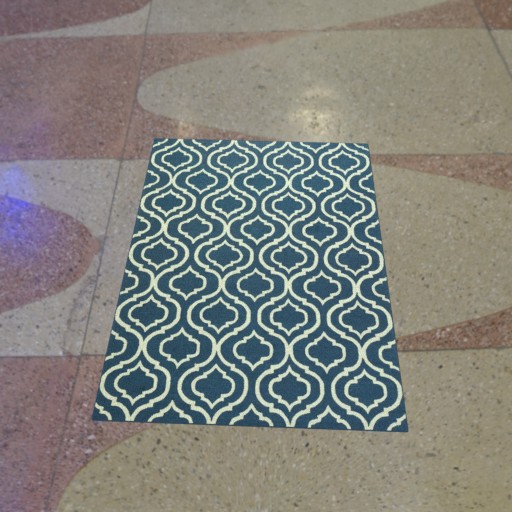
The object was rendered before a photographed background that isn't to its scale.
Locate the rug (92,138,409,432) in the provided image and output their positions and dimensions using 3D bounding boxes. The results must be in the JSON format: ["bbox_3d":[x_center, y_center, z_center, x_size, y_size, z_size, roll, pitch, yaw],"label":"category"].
[{"bbox_3d":[0.000,0.000,3.934,2.270,0.020,2.881,2,58,1],"label":"rug"}]
